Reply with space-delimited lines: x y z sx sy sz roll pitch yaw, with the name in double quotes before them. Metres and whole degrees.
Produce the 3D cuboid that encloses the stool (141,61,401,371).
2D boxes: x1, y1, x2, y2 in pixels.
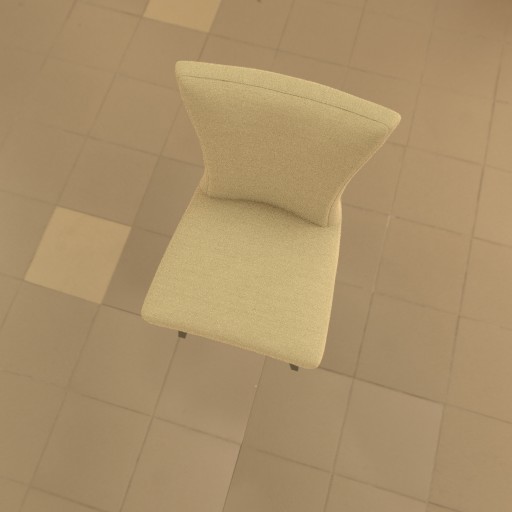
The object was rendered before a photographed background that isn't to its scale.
"stool" 0.000 0.000 1.360 0.514 1.000 0.574 15 74 4
